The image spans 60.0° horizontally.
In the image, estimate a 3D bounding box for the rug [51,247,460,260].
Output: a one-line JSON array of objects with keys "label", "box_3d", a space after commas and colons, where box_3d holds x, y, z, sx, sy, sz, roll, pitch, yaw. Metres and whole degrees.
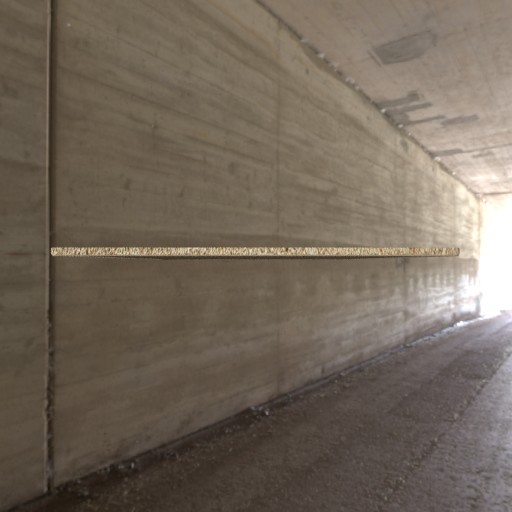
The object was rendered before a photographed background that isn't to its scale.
[{"label": "rug", "box_3d": [0.000, 0.000, 2.077, 1.199, 0.025, 1.600, 0, -1, 0]}]
